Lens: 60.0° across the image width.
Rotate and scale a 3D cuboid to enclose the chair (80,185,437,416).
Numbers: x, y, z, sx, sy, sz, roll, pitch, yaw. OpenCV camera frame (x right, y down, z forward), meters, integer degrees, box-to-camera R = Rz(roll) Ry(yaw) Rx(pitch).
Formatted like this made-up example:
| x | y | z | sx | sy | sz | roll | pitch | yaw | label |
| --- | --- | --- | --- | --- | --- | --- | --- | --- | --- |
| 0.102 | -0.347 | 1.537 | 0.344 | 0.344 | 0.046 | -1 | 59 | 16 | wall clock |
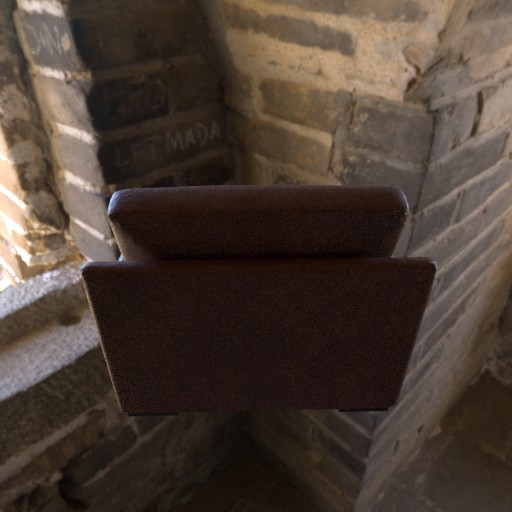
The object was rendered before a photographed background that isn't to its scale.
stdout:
| x | y | z | sx | sy | sz | roll | pitch | yaw | label |
| --- | --- | --- | --- | --- | --- | --- | --- | --- | --- |
| 0.000 | 0.000 | 1.990 | 1.168 | 0.939 | 1.143 | -1 | 31 | -1 | chair |
